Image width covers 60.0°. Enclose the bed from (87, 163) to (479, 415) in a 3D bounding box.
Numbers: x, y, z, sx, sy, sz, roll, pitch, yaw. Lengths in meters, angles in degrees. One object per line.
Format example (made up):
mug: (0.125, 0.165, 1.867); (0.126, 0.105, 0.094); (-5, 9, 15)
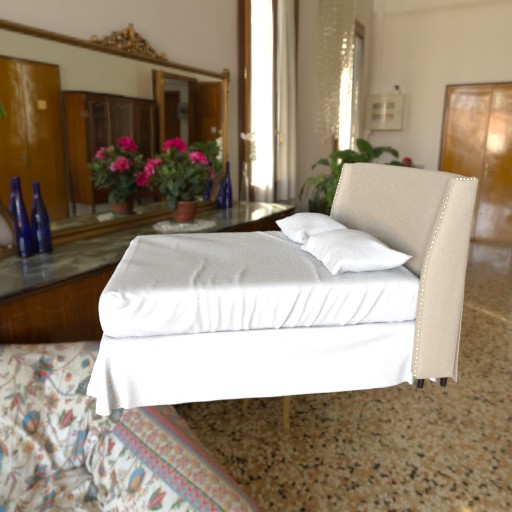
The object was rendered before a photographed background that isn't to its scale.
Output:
bed: (0.000, 0.000, 3.380); (2.276, 1.332, 1.925); (-2, 14, -8)
